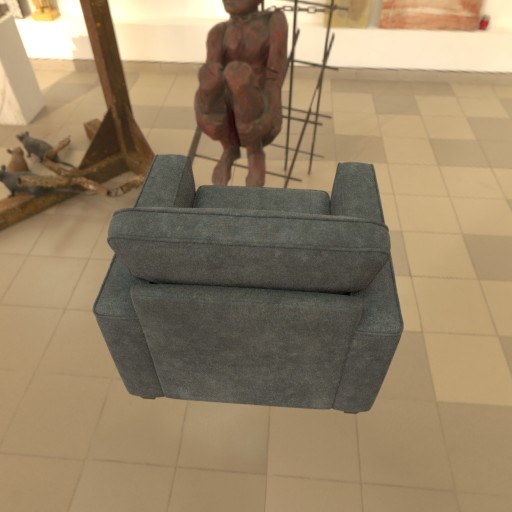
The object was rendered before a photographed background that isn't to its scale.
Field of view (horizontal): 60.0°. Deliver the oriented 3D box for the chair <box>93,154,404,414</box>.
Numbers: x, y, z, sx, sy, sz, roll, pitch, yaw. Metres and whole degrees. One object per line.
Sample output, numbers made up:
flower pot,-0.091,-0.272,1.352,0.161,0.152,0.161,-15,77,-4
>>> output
chair,0.000,0.000,1.826,1.015,0.965,0.939,3,46,3
